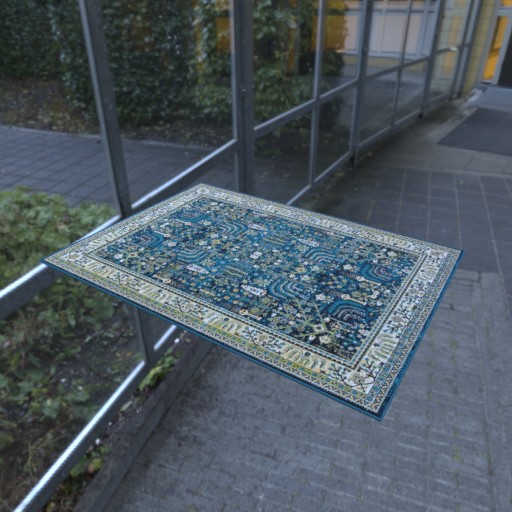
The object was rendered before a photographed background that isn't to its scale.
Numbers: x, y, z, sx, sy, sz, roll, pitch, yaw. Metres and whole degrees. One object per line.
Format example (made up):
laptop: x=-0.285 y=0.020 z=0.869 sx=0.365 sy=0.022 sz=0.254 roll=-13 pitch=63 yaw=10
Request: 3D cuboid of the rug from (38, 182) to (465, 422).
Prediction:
rug: x=0.000 y=0.000 z=2.829 sx=2.213 sy=0.013 sz=1.594 roll=18 pitch=35 yaw=28
